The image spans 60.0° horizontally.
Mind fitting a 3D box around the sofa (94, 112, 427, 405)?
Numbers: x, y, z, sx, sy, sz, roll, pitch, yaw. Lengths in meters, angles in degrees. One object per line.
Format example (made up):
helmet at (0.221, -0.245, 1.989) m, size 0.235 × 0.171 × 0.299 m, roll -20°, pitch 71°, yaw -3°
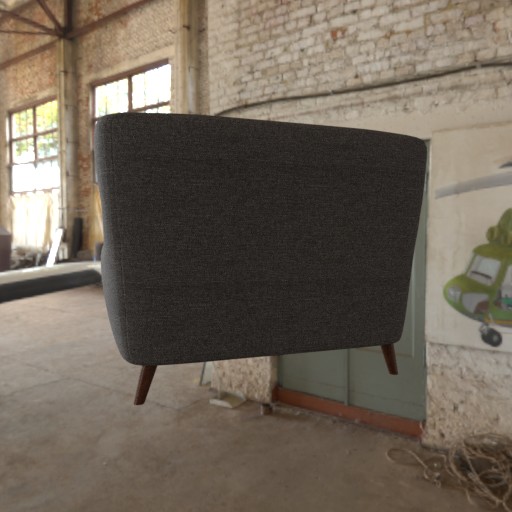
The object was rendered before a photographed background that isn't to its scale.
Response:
sofa at (0.000, 0.000, 2.017) m, size 1.358 × 1.028 × 0.874 m, roll -1°, pitch 3°, yaw -18°
